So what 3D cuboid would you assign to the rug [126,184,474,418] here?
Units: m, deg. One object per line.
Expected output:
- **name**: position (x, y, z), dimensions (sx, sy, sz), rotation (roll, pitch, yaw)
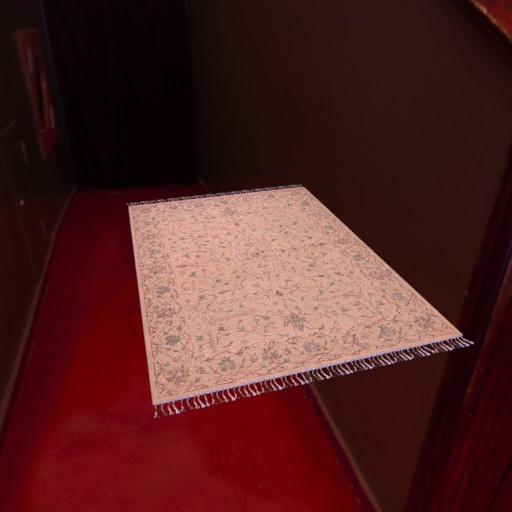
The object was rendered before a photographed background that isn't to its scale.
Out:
- **rug**: position (0.000, 0.000, 2.315), dimensions (1.247, 0.008, 1.802), rotation (-9, 31, -14)
